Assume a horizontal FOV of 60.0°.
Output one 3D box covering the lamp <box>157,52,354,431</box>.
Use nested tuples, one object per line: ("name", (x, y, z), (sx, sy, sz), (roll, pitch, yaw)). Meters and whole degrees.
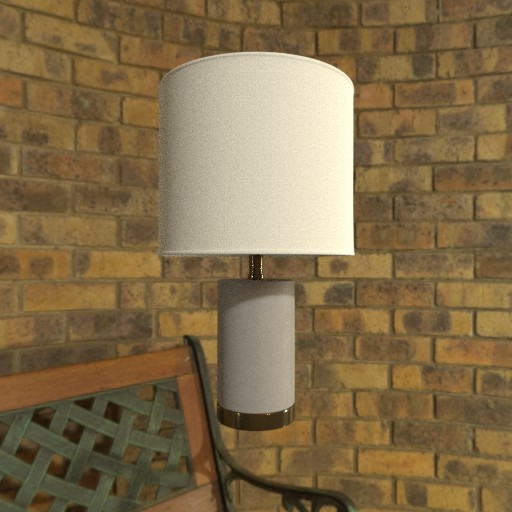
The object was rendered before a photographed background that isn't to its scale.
("lamp", (0.000, 0.000, 0.527), (0.229, 0.380, 0.229), (0, -1, 0))
